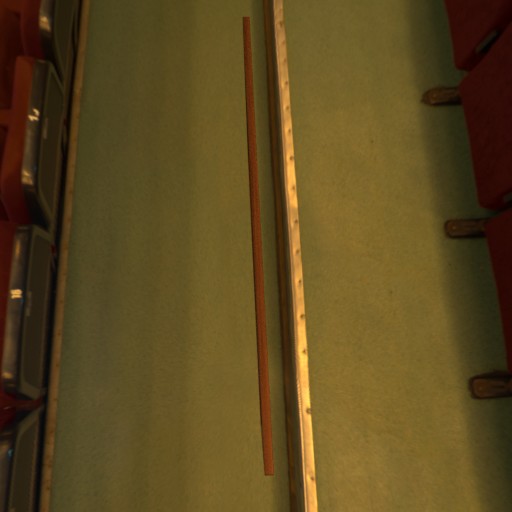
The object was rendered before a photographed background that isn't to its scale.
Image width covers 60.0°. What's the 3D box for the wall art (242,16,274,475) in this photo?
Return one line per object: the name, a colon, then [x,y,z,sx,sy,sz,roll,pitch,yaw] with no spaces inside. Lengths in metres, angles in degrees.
wall art: [0.000,0.000,1.028,0.014,0.559,0.816,-3,75,-1]
